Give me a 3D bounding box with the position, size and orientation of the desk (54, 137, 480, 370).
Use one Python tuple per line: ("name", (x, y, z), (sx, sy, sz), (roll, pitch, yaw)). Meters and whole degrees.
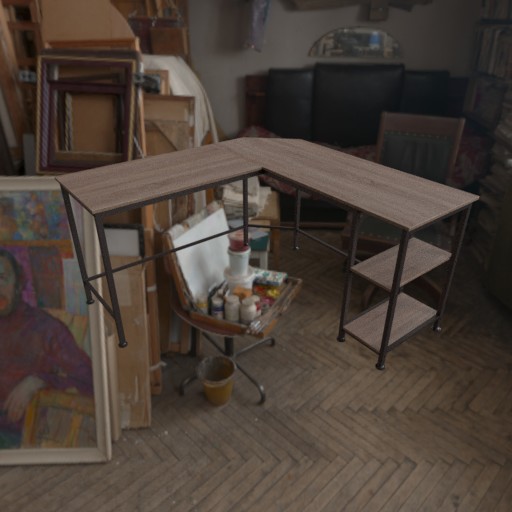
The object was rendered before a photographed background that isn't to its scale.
("desk", (0.000, 0.000, 2.208), (1.379, 0.739, 1.379), (-21, 37, -32))
